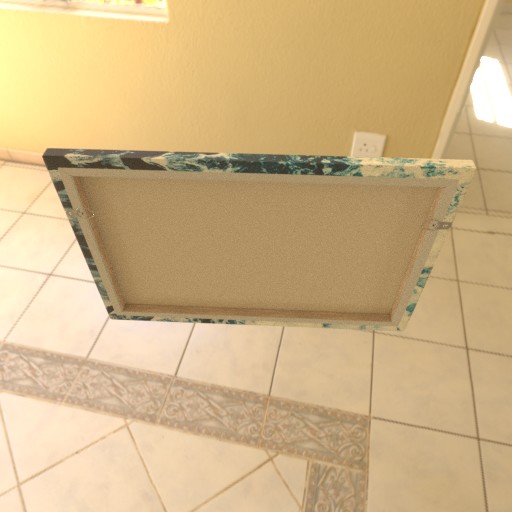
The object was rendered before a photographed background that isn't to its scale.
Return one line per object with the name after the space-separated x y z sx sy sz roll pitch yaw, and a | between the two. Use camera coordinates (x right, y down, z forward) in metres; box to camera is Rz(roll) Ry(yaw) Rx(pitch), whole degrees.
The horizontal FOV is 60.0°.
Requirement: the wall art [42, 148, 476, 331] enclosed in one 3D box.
0.000 0.000 1.935 1.524 1.017 0.055 2 47 2 | wall art
